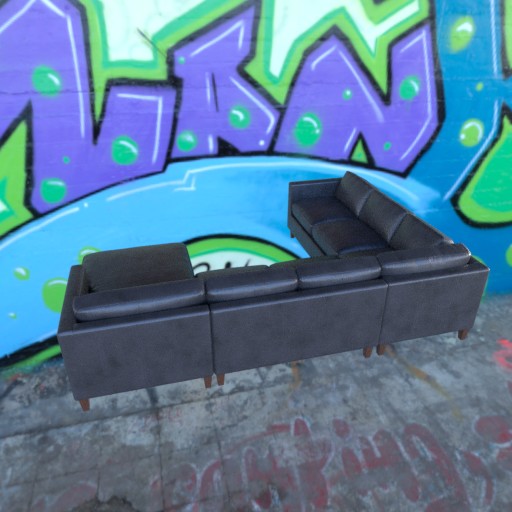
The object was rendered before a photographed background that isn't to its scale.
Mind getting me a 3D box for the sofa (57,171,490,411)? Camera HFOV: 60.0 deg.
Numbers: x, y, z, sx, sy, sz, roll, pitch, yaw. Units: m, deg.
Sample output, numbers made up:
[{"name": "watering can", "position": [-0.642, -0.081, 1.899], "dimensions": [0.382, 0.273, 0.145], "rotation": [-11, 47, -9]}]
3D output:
[{"name": "sofa", "position": [0.000, 0.000, 4.416], "dimensions": [3.324, 0.891, 2.452], "rotation": [-7, 29, -13]}]
